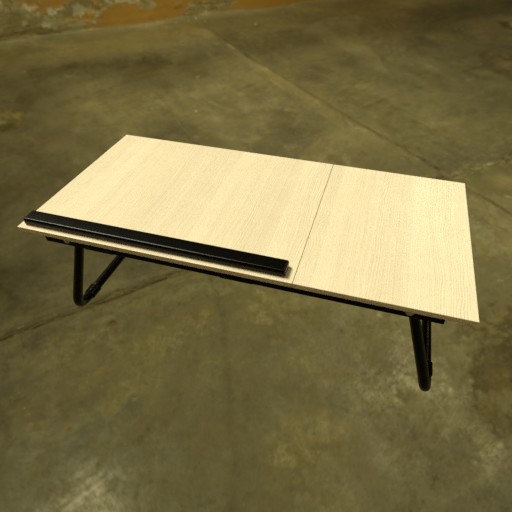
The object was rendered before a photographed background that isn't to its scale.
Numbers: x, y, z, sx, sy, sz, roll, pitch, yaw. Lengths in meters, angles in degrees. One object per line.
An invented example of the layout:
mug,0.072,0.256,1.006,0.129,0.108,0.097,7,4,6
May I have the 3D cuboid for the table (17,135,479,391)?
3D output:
table,0.000,0.000,0.773,0.644,0.242,0.322,11,42,13
